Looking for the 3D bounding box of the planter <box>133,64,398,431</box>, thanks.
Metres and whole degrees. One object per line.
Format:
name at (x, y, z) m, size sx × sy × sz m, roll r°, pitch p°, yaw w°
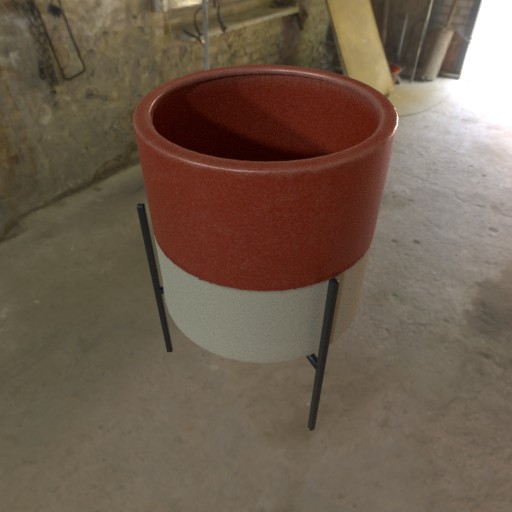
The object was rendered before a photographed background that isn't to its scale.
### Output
planter at (0.000, 0.000, 0.511) m, size 0.251 × 0.354 × 0.235 m, roll 1°, pitch 40°, yaw 1°
